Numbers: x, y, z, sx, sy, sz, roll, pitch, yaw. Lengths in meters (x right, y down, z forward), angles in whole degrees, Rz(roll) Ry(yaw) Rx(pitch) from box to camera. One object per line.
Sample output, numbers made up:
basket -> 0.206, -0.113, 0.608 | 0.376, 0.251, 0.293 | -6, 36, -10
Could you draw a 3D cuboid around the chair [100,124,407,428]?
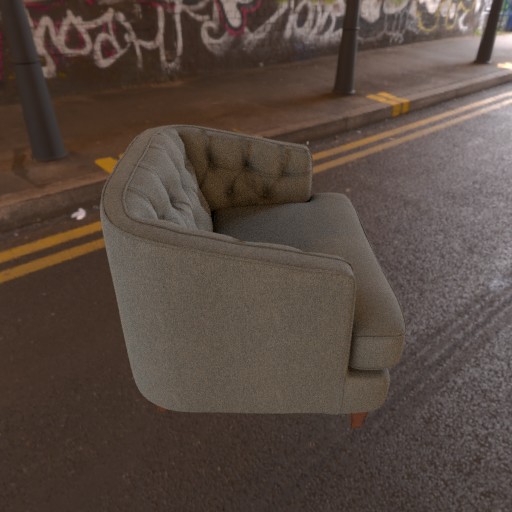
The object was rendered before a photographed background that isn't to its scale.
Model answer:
chair -> 0.000, 0.000, 1.771 | 0.945, 0.852, 1.094 | -1, 33, -1
